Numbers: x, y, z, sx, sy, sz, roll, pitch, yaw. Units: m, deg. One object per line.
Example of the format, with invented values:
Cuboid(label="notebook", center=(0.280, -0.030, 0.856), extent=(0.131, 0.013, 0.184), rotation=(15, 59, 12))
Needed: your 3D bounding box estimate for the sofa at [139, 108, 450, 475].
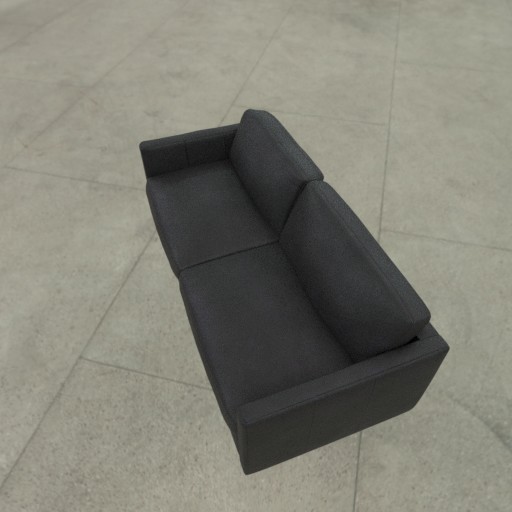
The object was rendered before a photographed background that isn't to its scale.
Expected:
Cuboid(label="sofa", center=(0.000, 0.000, 2.448), extent=(0.933, 0.863, 1.971), rotation=(-15, 48, -14))
